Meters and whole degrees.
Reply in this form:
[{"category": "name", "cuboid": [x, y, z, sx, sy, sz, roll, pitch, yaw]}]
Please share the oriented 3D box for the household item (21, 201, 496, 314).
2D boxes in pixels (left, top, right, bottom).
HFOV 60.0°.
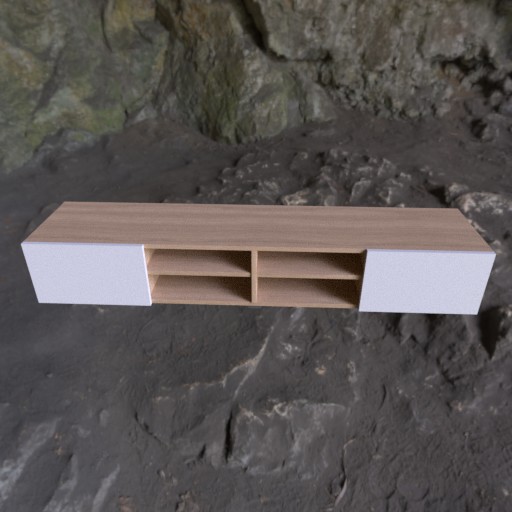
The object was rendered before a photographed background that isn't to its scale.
[{"category": "household item", "cuboid": [0.000, 0.000, 1.983, 1.850, 0.310, 0.420, 1, 30, 2]}]
